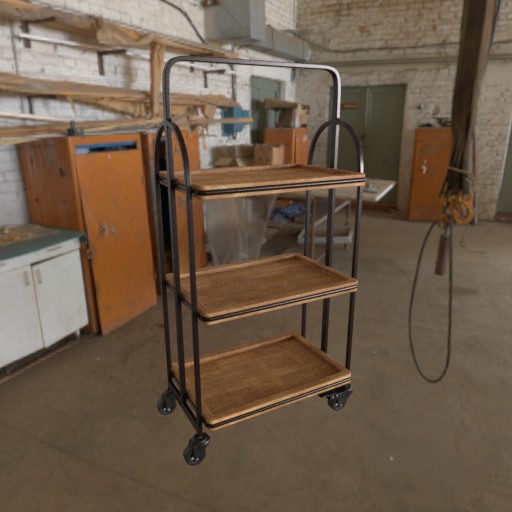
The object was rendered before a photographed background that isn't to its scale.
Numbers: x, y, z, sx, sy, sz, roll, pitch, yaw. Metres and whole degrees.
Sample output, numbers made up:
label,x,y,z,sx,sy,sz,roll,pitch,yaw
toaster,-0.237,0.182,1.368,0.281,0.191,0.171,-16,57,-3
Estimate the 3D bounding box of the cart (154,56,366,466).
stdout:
label,x,y,z,sx,sy,sz,roll,pitch,yaw
cart,0.000,0.000,1.233,0.553,1.001,0.327,-9,20,-27
